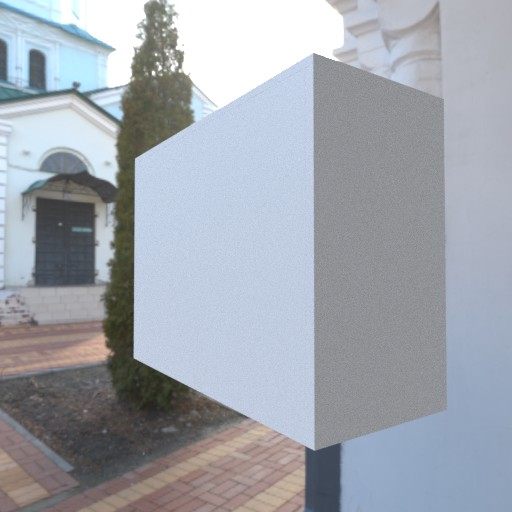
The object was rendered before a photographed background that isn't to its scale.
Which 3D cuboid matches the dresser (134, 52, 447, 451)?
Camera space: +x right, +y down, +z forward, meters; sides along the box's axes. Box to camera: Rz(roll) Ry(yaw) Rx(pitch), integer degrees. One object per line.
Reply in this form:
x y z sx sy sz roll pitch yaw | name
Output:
0.000 0.000 1.494 0.460 0.820 1.100 1 -2 -34 | dresser
